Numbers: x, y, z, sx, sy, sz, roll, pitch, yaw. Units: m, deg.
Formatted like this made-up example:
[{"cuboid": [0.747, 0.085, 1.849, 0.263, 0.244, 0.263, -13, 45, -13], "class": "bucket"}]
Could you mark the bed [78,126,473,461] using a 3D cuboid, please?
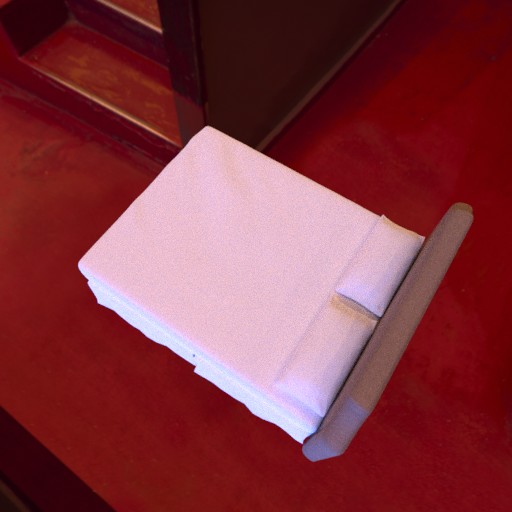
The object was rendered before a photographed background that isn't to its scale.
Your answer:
[{"cuboid": [0.000, 0.000, 3.070, 2.116, 1.290, 1.693, 31, 68, 14], "class": "bed"}]
